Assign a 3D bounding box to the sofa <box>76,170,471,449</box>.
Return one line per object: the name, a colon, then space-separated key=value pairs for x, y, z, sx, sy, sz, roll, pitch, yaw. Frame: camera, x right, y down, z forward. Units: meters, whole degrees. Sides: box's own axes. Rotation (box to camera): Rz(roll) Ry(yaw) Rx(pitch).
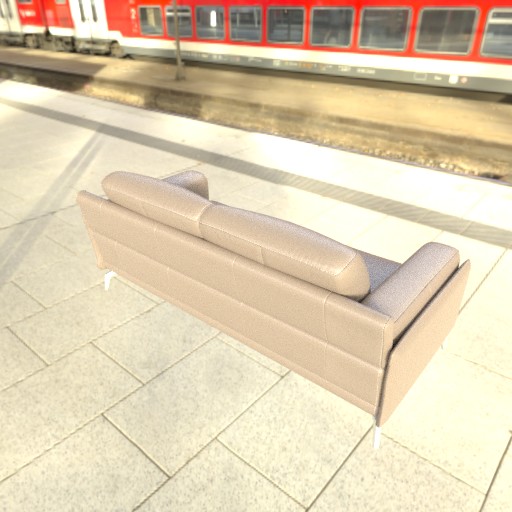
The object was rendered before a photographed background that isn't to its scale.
sofa: x=0.000 y=0.000 z=2.568 sx=2.101 sy=0.930 sz=1.049 roll=22 pitch=36 yaw=33
